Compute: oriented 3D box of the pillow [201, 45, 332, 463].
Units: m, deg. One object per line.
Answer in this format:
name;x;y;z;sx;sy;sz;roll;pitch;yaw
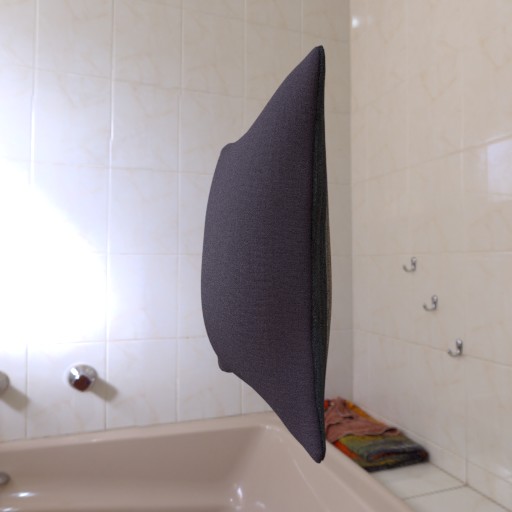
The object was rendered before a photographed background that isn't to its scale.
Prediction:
pillow;0.000;0.000;0.640;0.136;0.419;0.437;0;-1;-17
